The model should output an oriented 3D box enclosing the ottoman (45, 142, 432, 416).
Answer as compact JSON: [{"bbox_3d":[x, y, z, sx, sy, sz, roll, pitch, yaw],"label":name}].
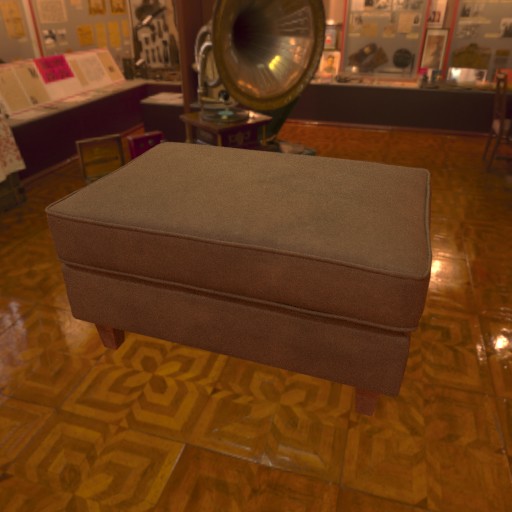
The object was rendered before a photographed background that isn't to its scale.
[{"bbox_3d":[0.000,0.000,1.219,0.860,0.481,0.596,10,32,16],"label":"ottoman"}]
